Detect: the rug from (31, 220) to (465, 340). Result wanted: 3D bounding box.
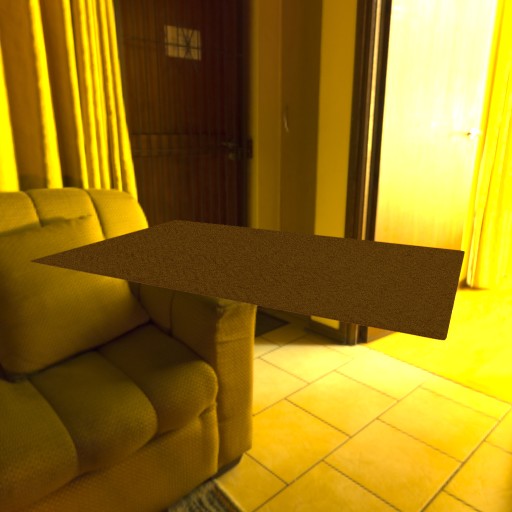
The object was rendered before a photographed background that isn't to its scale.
[{"bbox_3d":[0.000,0.000,2.913,2.438,0.008,1.523,8,17,26],"label":"rug"}]
